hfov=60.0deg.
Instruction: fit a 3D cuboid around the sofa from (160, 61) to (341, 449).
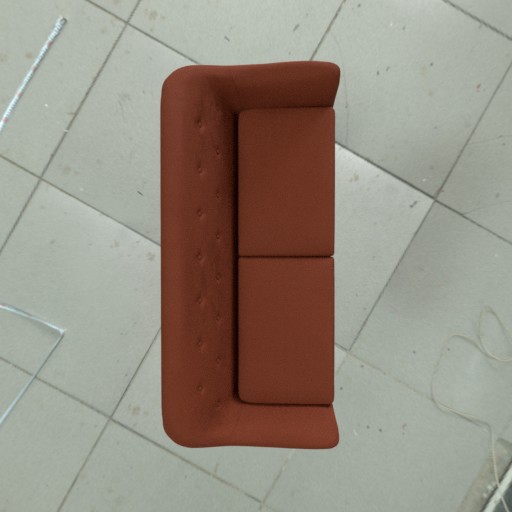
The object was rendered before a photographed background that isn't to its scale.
[{"bbox_3d":[0.000,0.000,2.268,0.820,0.836,1.840,0,91,0],"label":"sofa"}]
